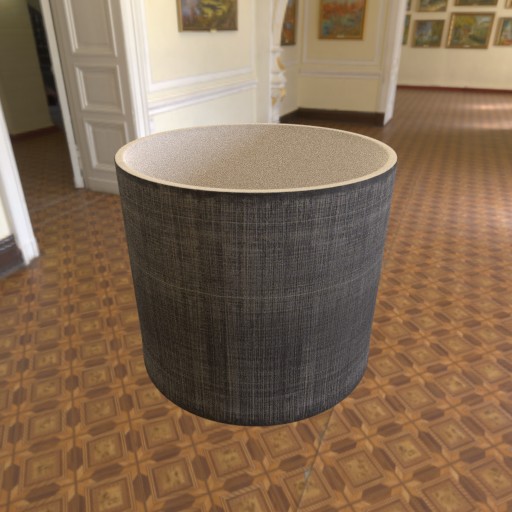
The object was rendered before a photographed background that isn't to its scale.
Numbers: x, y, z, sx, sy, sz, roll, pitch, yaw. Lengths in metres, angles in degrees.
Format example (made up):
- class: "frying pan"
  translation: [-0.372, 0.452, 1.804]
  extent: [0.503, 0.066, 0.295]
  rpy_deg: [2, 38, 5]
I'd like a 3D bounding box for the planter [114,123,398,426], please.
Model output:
- class: "planter"
  translation: [0.000, 0.000, 0.324]
  extent: [0.178, 0.157, 0.178]
  rpy_deg: [0, 27, 0]
